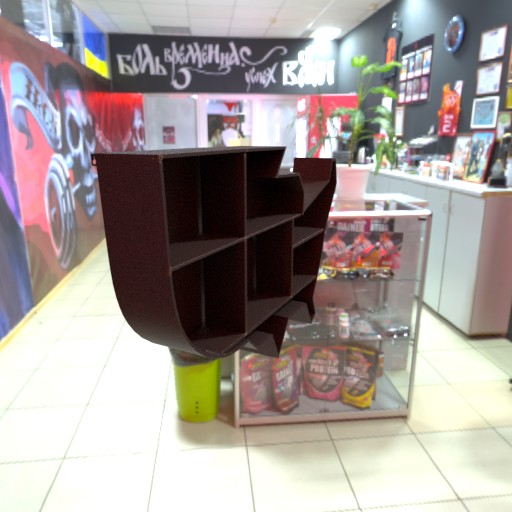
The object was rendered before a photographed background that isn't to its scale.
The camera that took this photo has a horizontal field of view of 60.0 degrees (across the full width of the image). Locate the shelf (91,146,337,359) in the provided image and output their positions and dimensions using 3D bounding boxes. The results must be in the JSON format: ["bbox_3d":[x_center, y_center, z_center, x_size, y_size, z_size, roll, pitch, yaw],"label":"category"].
[{"bbox_3d":[0.000,0.000,0.914,0.112,0.439,0.729,8,17,26],"label":"shelf"}]
